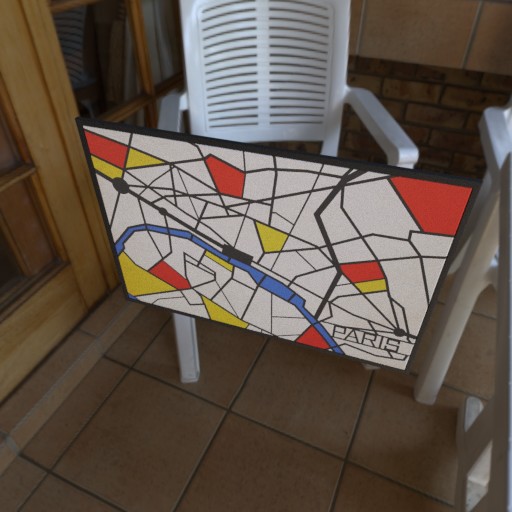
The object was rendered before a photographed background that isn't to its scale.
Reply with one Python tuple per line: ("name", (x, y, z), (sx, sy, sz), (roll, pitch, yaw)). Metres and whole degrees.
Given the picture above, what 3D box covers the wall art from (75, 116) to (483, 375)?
("wall art", (0.000, 0.000, 1.227), (0.963, 0.665, 0.013), (12, 42, 14))
